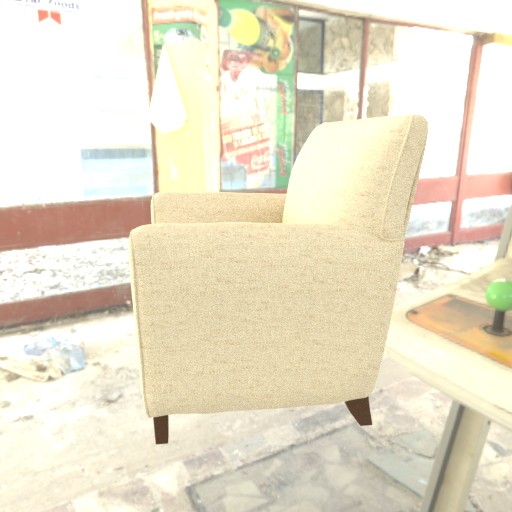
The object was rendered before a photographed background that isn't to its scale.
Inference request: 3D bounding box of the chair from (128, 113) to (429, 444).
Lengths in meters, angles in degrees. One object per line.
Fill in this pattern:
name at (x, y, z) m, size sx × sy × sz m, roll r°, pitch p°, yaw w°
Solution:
chair at (0.000, 0.000, 1.588) m, size 0.823 × 0.943 × 0.870 m, roll -2°, pitch 15°, yaw -8°
